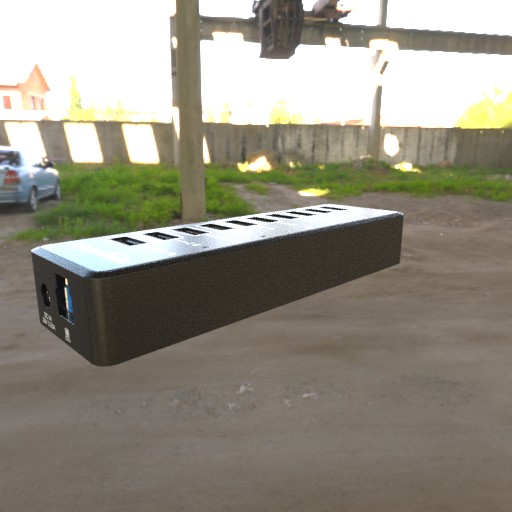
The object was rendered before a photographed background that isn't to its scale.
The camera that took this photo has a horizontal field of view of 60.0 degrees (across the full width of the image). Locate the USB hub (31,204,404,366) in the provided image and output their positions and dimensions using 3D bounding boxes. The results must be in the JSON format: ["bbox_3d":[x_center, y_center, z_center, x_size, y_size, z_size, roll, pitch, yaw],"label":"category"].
[{"bbox_3d":[0.000,0.000,0.166,0.145,0.023,0.044,-13,19,-42],"label":"USB hub"}]
